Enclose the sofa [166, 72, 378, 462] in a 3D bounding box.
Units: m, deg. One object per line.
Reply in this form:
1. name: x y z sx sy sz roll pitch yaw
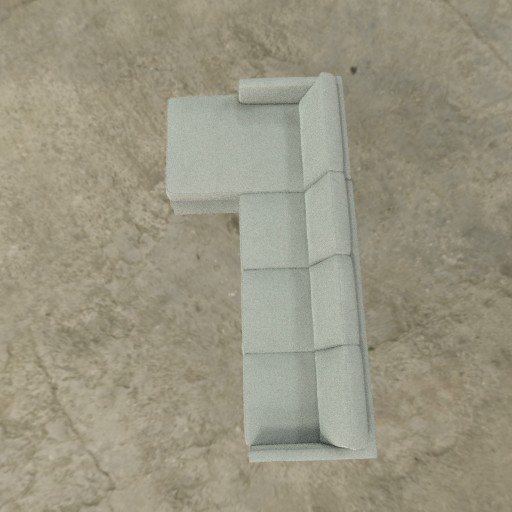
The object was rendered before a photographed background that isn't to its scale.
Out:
1. sofa: 0.000 0.000 3.823 1.650 0.922 3.205 -2 75 0
